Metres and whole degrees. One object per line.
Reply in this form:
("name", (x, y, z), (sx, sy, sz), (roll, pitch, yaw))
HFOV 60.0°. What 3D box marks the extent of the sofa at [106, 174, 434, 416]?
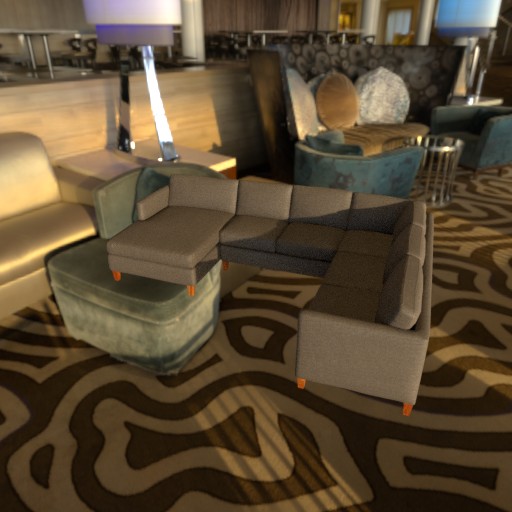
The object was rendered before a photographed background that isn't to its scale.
("sofa", (0.000, 0.000, 4.702), (3.460, 0.961, 2.594), (9, 28, 18))
